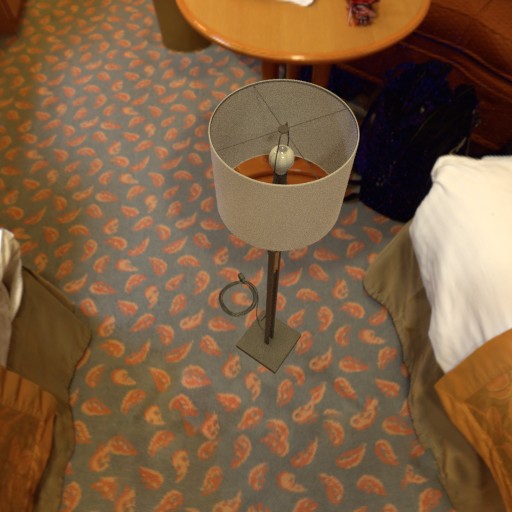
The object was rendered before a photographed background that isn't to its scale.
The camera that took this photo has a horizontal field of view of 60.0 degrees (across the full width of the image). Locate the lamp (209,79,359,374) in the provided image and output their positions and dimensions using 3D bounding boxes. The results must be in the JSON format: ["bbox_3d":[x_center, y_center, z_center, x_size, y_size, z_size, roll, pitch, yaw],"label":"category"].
[{"bbox_3d":[0.000,0.000,1.952,0.639,1.650,0.474,31,64,18],"label":"lamp"}]
